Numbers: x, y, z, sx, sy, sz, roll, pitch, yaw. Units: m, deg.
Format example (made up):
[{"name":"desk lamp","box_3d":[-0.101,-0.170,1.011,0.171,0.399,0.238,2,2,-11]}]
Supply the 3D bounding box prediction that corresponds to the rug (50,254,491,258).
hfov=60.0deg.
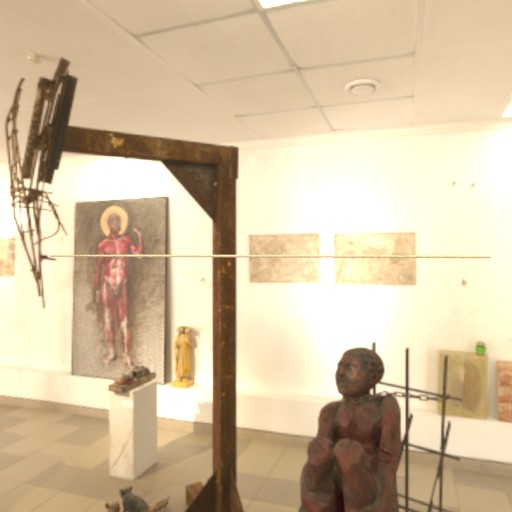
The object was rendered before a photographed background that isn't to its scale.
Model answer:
[{"name":"rug","box_3d":[0.000,0.000,2.696,2.435,0.009,0.750,0,0,18]}]
